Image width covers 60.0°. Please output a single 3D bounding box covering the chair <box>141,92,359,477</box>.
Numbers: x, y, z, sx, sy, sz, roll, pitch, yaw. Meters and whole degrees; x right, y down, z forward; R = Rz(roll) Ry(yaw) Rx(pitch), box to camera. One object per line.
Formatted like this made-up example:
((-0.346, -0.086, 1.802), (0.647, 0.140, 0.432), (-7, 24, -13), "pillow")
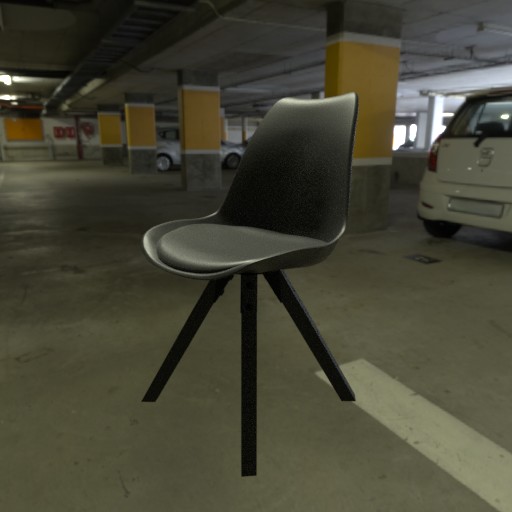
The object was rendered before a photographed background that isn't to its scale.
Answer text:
((0.000, 0.000, 1.190), (0.485, 0.850, 0.550), (14, 20, 43), "chair")
